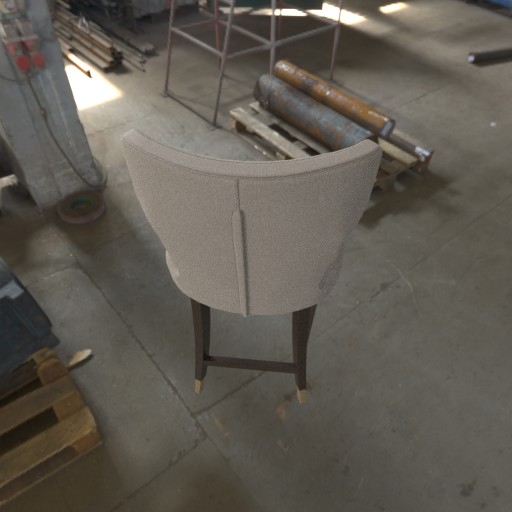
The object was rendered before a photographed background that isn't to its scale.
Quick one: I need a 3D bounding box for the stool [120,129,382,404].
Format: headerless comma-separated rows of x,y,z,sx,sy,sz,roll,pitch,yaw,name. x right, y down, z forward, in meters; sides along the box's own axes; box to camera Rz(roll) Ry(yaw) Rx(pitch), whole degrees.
0.000,0.000,1.327,0.527,0.982,0.563,4,45,4,stool
